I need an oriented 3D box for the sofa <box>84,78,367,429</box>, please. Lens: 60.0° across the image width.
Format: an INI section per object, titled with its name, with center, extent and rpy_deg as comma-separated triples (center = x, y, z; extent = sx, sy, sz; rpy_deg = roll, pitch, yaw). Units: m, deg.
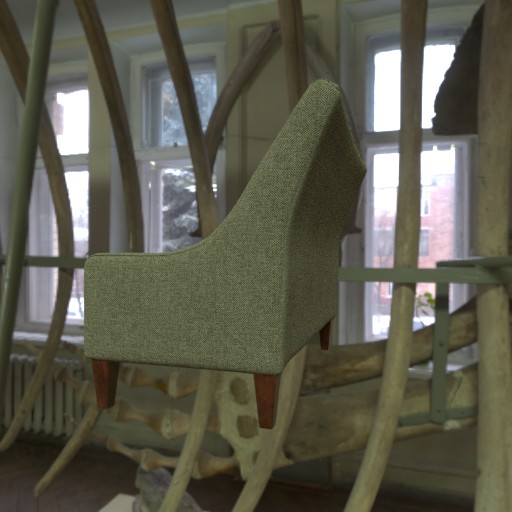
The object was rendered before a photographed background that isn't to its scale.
[sofa]
center = 0.000, 0.000, 1.935
extent = 0.870, 1.021, 1.242
rpy_deg = 0, 0, 18
